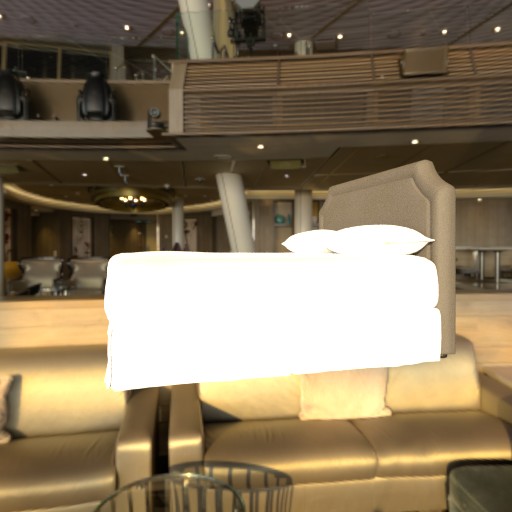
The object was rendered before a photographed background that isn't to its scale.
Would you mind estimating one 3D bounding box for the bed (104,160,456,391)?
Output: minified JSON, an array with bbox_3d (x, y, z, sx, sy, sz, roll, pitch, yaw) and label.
[{"bbox_3d":[0.000,0.000,3.953,2.536,1.561,2.194,0,1,-18],"label":"bed"}]
